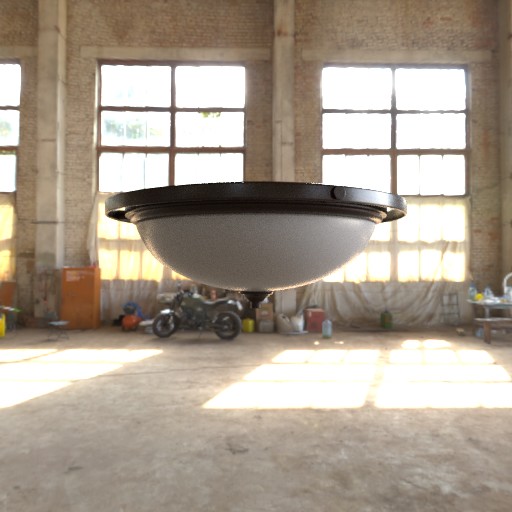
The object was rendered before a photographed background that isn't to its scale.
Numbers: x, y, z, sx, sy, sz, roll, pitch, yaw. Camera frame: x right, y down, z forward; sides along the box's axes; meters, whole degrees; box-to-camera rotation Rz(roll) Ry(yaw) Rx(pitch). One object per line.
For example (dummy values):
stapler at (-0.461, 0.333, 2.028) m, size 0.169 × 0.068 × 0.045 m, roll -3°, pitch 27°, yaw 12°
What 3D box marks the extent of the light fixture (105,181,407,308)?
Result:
light fixture at (0.000, 0.000, 0.558) m, size 0.361 × 0.130 × 0.361 m, roll 0°, pitch -1°, yaw 0°
